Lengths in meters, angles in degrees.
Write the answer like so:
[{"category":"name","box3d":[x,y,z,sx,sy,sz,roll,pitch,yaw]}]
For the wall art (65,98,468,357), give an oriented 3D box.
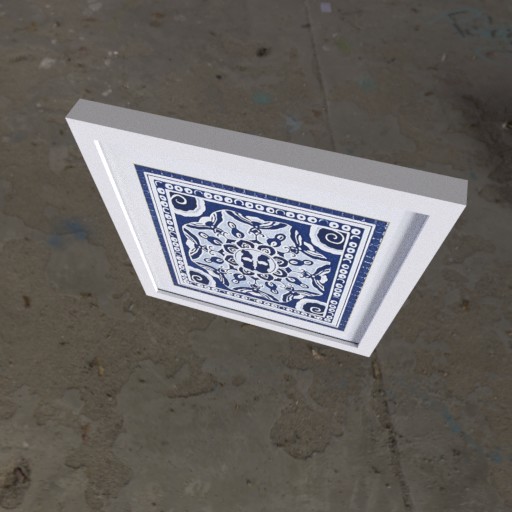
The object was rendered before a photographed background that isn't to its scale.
[{"category":"wall art","box3d":[0.000,0.000,0.534,0.355,0.355,0.027,14,59,9]}]
